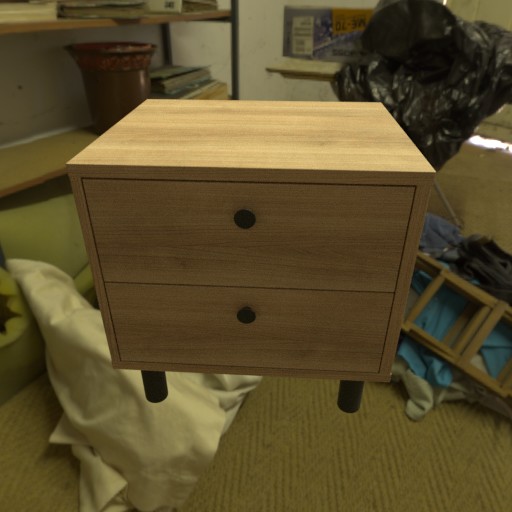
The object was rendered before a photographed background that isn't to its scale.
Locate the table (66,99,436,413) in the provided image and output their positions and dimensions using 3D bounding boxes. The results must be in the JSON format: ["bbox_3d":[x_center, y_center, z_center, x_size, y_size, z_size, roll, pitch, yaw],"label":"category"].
[{"bbox_3d":[0.000,0.000,0.799,0.445,0.460,0.380,2,31,3],"label":"table"}]
